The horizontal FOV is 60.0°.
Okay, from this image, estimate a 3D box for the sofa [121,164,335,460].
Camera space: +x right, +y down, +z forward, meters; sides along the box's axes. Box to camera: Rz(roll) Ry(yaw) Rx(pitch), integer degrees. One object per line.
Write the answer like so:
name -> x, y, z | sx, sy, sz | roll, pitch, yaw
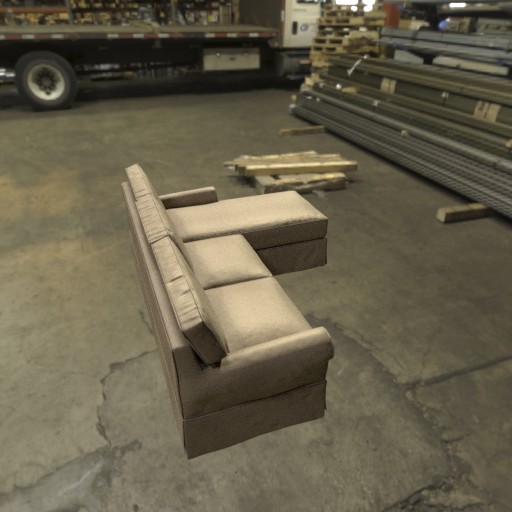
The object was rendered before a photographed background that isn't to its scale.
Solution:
sofa -> 0.000, 0.000, 3.453 | 1.733, 0.978, 2.475 | -11, 32, -18
